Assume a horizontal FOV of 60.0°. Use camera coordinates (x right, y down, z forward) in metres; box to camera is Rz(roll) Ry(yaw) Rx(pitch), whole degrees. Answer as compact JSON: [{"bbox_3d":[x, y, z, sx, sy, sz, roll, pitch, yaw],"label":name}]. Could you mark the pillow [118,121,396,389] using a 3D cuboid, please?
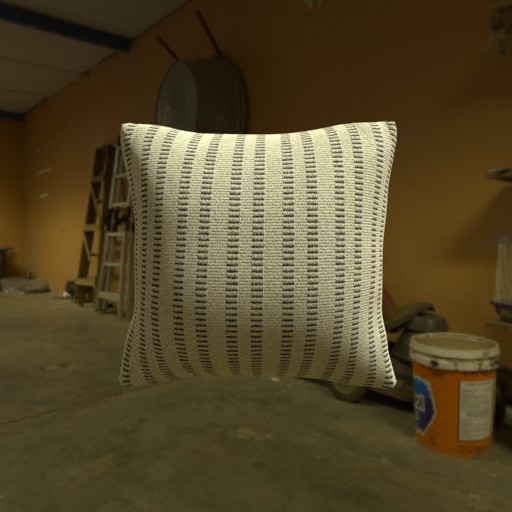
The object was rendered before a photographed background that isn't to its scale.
[{"bbox_3d":[0.000,0.000,0.698,0.438,0.419,0.247,0,2,2],"label":"pillow"}]
